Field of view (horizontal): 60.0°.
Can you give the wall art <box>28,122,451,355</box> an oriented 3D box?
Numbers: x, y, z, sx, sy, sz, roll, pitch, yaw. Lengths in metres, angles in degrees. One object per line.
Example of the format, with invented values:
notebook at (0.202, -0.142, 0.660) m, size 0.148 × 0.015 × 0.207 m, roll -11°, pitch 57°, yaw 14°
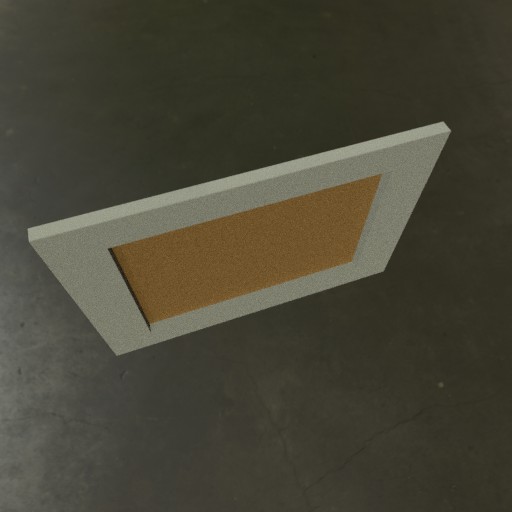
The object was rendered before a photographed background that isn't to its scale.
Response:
wall art at (0.000, 0.000, 1.172) m, size 0.906 × 0.617 × 0.033 m, roll -16°, pitch 59°, yaw -10°
